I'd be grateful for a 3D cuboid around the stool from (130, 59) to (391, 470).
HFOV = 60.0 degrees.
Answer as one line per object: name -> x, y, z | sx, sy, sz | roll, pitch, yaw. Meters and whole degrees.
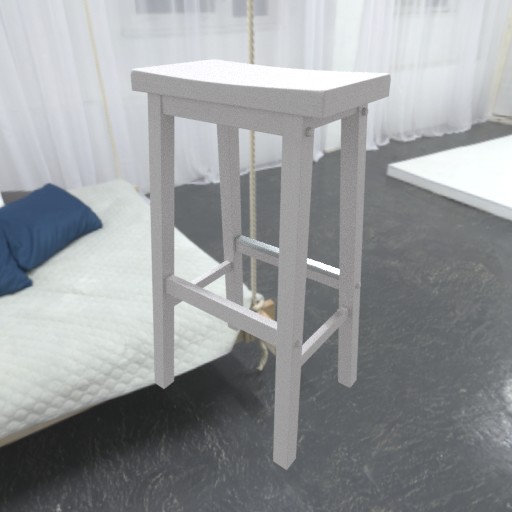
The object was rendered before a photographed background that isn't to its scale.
stool -> 0.000, 0.000, 0.958 | 0.406, 0.742, 0.322 | 20, 35, 32
